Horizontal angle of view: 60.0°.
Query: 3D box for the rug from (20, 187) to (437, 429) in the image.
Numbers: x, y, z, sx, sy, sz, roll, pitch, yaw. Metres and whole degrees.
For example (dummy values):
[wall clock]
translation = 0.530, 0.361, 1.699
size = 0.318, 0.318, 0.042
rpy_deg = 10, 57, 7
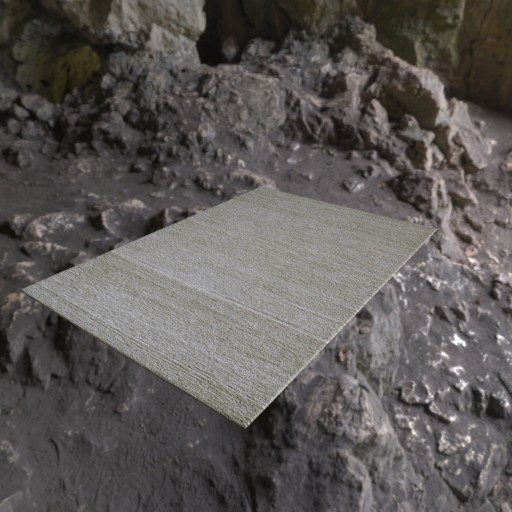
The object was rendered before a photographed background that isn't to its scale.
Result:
[rug]
translation = 0.000, 0.000, 2.856
size = 1.606, 0.017, 2.270
rpy_deg = 19, 33, 32
